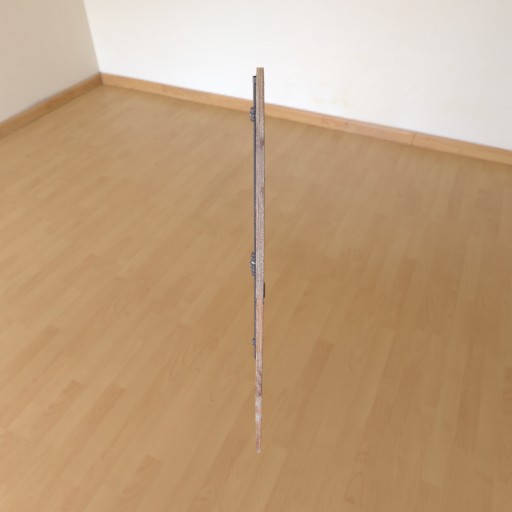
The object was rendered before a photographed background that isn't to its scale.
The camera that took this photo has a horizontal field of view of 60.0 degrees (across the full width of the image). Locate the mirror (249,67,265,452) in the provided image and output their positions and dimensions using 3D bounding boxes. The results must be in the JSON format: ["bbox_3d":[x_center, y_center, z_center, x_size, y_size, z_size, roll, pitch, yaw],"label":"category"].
[{"bbox_3d":[0.000,0.000,1.137,0.032,0.915,0.609,0,43,0],"label":"mirror"}]
